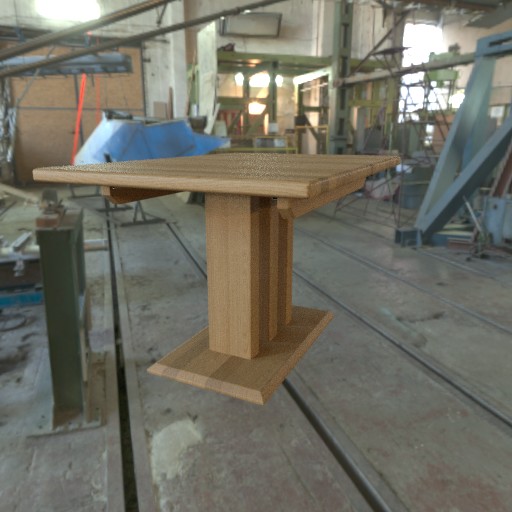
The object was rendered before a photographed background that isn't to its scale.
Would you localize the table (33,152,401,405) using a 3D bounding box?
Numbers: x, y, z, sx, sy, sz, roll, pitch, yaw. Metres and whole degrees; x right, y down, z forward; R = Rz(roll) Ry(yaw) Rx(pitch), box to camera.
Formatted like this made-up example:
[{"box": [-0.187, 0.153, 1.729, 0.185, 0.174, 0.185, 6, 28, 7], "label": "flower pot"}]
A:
[{"box": [0.000, 0.000, 1.832, 0.900, 0.770, 1.300, 7, 17, 25], "label": "table"}]
